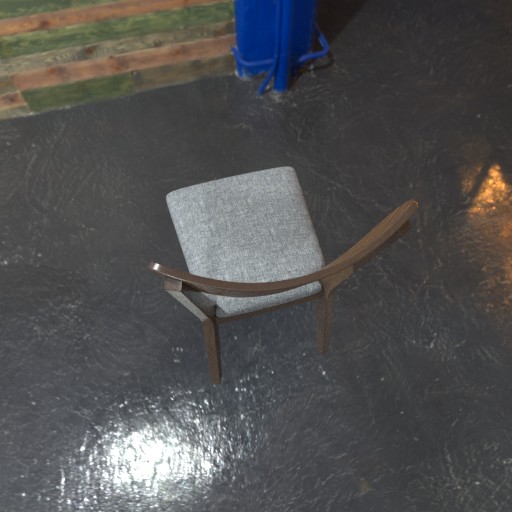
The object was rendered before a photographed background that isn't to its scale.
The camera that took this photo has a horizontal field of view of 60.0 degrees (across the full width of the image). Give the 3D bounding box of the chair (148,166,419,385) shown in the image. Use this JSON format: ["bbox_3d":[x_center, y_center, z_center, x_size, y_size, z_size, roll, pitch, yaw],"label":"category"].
[{"bbox_3d":[0.000,0.000,1.219,0.491,0.849,0.583,-14,60,-8],"label":"chair"}]
